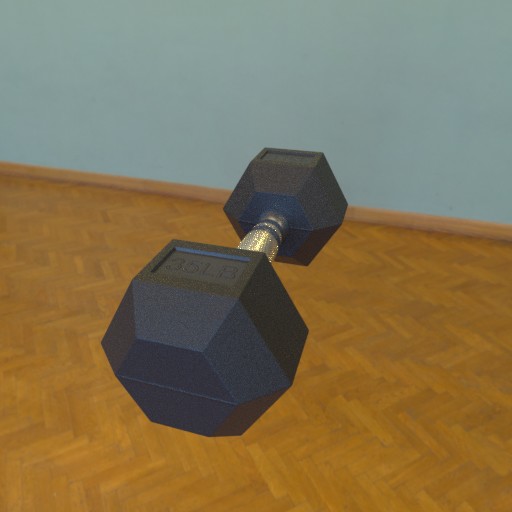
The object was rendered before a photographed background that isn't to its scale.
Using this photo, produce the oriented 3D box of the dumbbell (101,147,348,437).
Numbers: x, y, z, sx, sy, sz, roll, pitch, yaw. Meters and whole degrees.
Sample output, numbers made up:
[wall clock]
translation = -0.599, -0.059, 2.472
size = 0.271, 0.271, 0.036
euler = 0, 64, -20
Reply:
[dumbbell]
translation = 0.000, 0.000, 0.428
size = 0.141, 0.123, 0.356
euler = 9, 31, 15
